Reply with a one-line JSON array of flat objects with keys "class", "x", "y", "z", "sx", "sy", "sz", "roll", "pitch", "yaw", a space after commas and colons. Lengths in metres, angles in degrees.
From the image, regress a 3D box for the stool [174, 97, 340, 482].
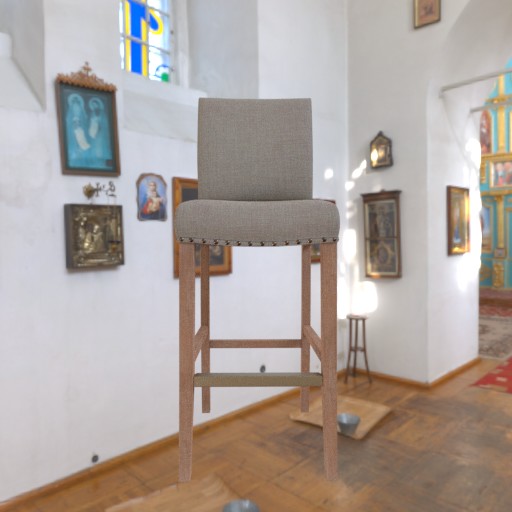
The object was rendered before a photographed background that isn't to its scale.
[{"class": "stool", "x": 0.000, "y": 0.000, "z": 1.461, "sx": 0.445, "sy": 1.203, "sz": 0.585, "roll": 0, "pitch": 1, "yaw": -1}]
